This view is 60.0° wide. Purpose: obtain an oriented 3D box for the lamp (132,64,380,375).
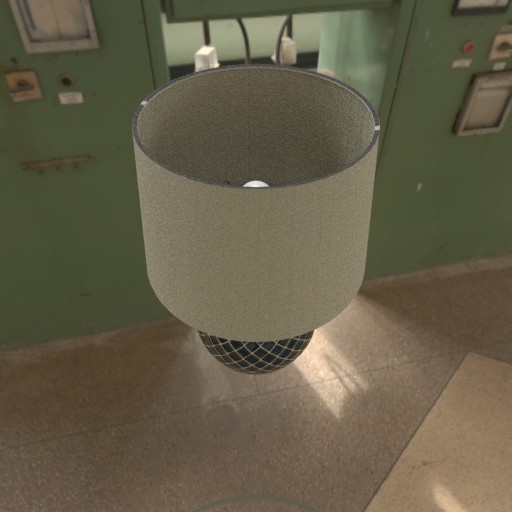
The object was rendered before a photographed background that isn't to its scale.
[{"bbox_3d":[0.000,0.000,0.784,0.376,0.540,0.376,0,46,0],"label":"lamp"}]
